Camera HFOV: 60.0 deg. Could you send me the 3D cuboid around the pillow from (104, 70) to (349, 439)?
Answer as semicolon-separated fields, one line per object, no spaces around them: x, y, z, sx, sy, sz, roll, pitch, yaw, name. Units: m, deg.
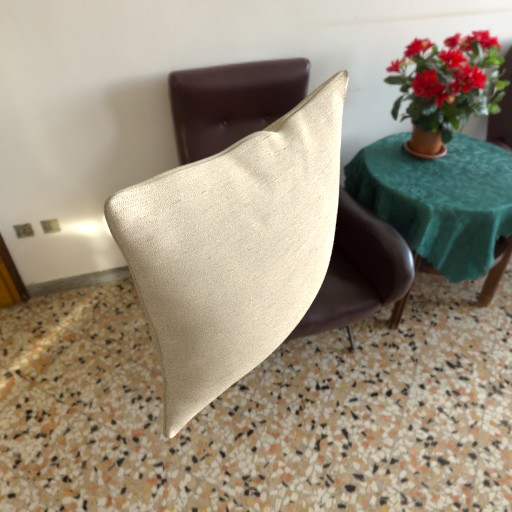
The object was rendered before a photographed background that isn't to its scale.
0.000;0.000;0.645;0.162;0.420;0.437;26;47;27;pillow
